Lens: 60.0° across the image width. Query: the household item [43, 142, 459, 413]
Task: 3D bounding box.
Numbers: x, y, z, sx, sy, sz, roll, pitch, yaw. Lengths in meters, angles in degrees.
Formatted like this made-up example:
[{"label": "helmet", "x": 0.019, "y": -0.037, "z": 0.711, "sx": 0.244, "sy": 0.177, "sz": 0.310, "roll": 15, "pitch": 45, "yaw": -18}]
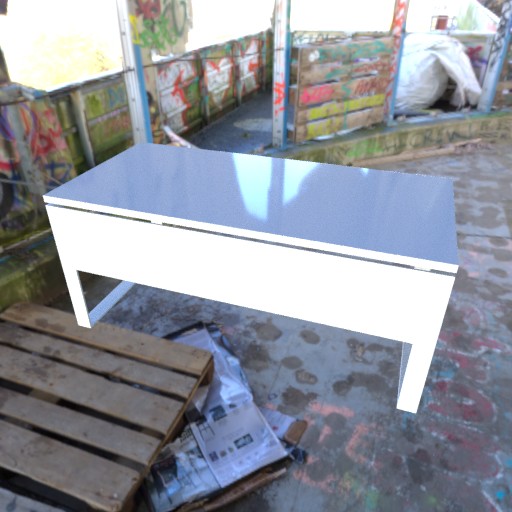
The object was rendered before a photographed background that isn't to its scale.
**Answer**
[{"label": "household item", "x": 0.000, "y": 0.000, "z": 2.222, "sx": 1.700, "sy": 0.745, "sz": 0.800, "roll": 10, "pitch": 33, "yaw": 16}]
